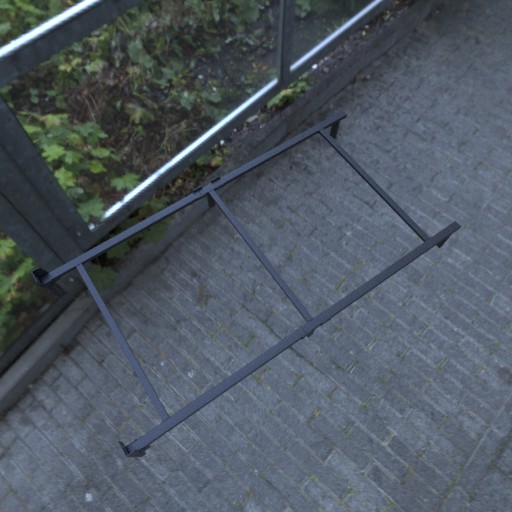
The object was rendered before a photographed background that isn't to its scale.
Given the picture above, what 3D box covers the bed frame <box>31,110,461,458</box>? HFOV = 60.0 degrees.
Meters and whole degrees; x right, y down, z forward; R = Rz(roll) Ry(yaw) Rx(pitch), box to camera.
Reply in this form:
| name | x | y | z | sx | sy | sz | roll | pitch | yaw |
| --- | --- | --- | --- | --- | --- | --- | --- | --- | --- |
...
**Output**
| name | x | y | z | sx | sy | sz | roll | pitch | yaw |
| --- | --- | --- | --- | --- | --- | --- | --- | --- | --- |
| bed frame | 0.000 | 0.000 | 2.251 | 1.897 | 0.248 | 0.968 | -32 | 68 | -14 |
